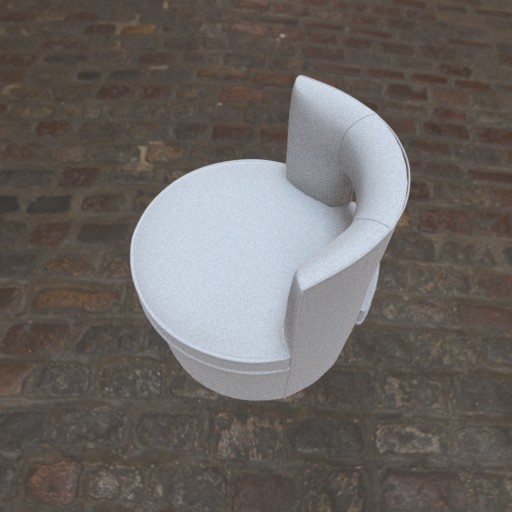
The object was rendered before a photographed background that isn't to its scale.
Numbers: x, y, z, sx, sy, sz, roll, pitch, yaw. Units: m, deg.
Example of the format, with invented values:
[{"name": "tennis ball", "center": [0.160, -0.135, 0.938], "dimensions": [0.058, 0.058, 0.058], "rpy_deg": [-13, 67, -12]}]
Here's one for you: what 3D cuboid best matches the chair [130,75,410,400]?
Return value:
[{"name": "chair", "center": [0.000, 0.000, 1.218], "dimensions": [0.665, 0.723, 0.650], "rpy_deg": [2, 56, 1]}]
